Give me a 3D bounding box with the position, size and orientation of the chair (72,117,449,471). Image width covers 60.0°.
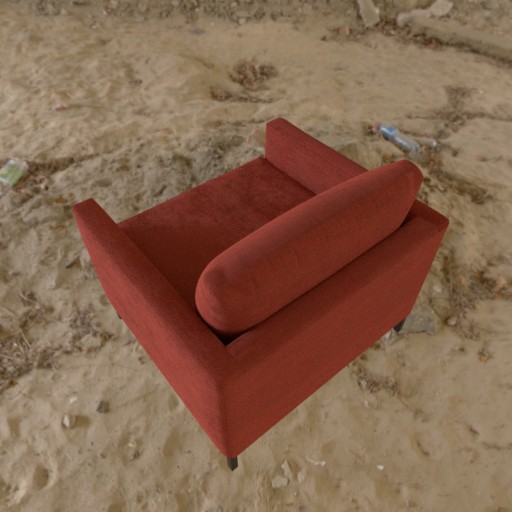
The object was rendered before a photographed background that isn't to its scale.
[{"bbox_3d":[0.000,0.000,1.617,0.964,0.812,0.875,-31,54,-26],"label":"chair"}]
